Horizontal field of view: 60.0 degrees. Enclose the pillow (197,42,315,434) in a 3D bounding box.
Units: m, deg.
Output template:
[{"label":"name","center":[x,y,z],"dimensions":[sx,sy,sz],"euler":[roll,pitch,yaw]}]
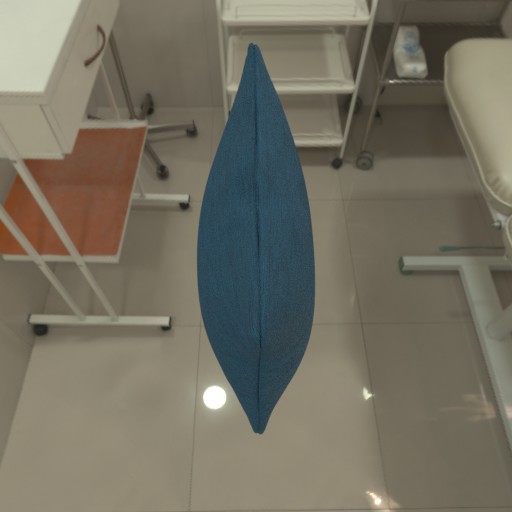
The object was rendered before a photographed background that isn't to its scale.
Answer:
[{"label":"pillow","center":[0.000,0.000,0.665],"dimensions":[0.177,0.420,0.437],"euler":[-1,57,0]}]
